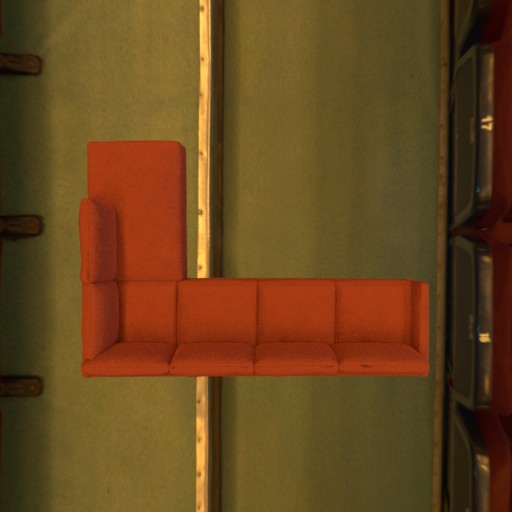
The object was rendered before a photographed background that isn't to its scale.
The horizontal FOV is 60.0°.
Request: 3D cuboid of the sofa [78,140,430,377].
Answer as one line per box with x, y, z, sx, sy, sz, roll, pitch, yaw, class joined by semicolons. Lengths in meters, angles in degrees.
0.000;0.000;3.599;2.736;0.757;1.879;0;91;-1;sofa
